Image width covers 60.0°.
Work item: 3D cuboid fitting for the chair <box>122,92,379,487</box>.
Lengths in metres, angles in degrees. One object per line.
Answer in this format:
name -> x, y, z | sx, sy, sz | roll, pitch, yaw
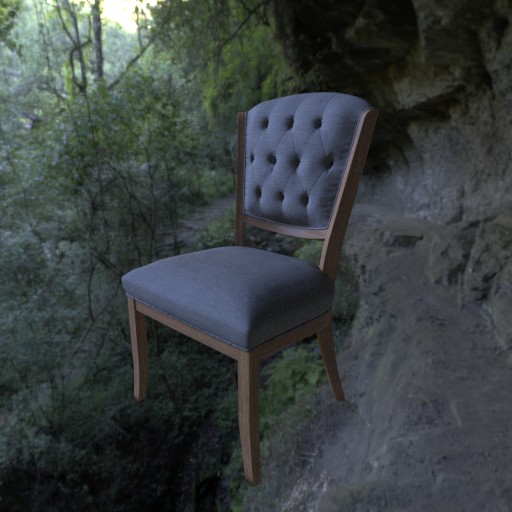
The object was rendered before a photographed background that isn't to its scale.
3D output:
chair -> 0.000, 0.000, 1.273 | 0.513, 0.905, 0.584 | 15, 22, 41
